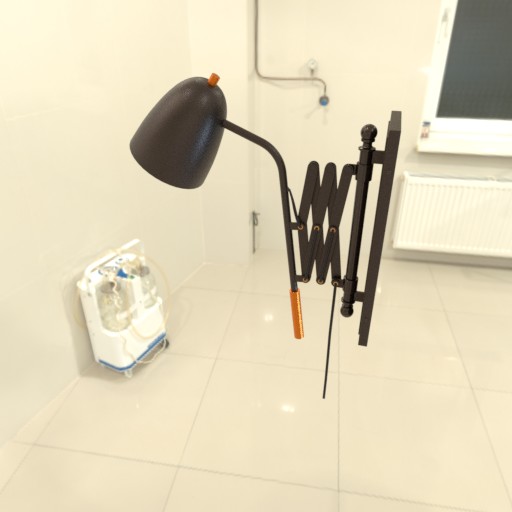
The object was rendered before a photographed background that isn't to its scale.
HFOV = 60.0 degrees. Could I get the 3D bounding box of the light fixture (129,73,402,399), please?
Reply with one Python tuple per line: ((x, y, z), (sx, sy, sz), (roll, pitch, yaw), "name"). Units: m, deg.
((0.000, 0.000, 0.936), (0.499, 0.715, 0.162), (8, 30, 14), "light fixture")
